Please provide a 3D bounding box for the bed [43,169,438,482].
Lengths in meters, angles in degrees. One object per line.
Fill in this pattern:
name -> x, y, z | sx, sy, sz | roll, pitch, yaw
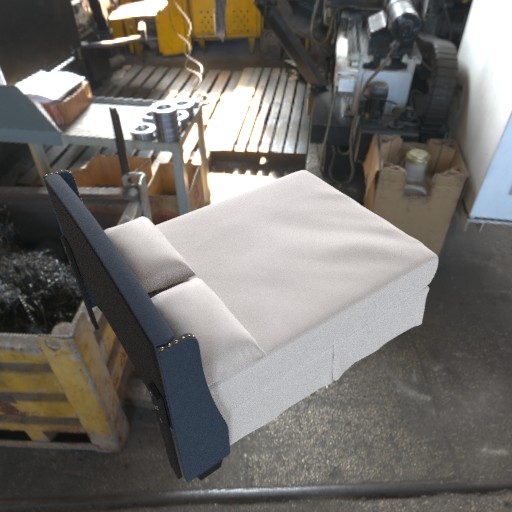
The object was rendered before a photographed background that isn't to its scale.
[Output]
bed -> 0.000, 0.000, 3.199 | 2.237, 1.407, 1.710 | -25, 47, -26
